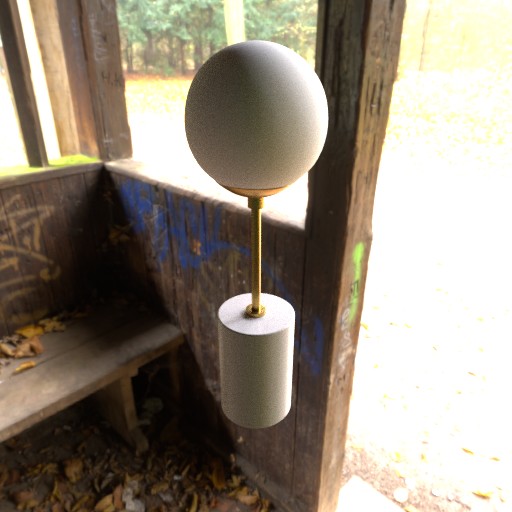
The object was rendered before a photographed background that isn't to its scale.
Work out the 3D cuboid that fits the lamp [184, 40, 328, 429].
[{"bbox_3d":[0.000,0.000,0.549,0.153,0.480,0.153,0,26,0],"label":"lamp"}]
